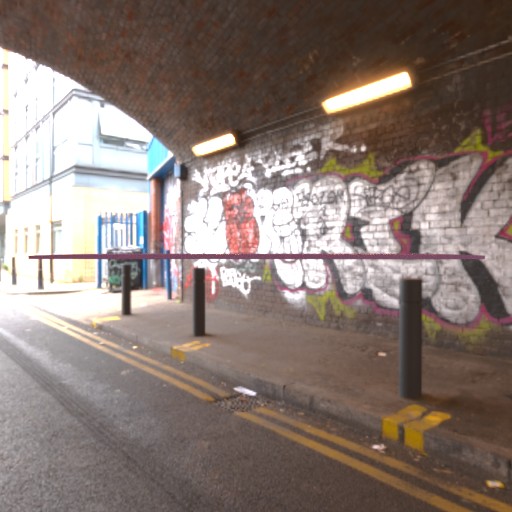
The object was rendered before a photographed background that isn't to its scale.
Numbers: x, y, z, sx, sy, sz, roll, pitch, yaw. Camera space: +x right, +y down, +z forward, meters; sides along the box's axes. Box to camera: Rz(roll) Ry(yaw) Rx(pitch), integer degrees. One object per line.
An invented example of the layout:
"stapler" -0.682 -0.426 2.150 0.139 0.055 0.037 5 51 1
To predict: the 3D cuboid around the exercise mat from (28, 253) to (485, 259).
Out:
"exercise mat" 0.000 0.000 2.064 1.869 0.021 0.616 0 0 1
